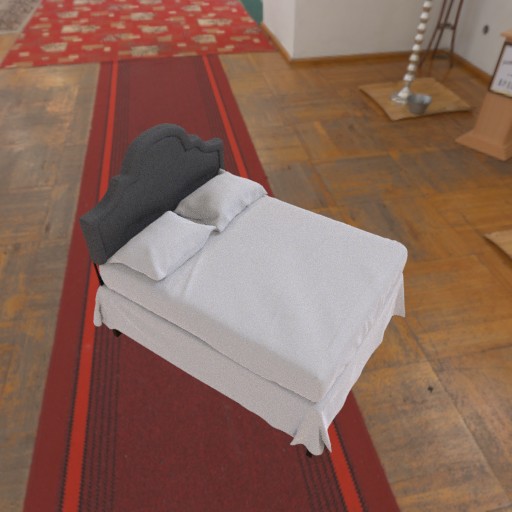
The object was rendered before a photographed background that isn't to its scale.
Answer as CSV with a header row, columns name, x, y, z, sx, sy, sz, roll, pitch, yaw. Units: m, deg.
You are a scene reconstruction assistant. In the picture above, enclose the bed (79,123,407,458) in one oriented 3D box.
name,x,y,z,sx,sy,sz,roll,pitch,yaw
bed,0.000,0.000,3.480,2.222,1.634,1.780,23,46,25
